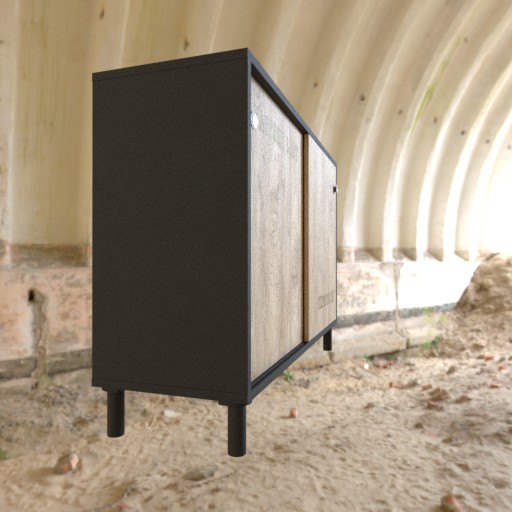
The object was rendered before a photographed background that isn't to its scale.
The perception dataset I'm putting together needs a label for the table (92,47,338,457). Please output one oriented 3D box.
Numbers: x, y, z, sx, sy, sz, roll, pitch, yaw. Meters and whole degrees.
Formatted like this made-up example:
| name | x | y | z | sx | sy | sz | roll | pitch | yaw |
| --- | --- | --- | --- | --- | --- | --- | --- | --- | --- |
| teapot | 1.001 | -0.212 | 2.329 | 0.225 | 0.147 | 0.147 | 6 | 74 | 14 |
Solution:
| name | x | y | z | sx | sy | sz | roll | pitch | yaw |
| --- | --- | --- | --- | --- | --- | --- | --- | --- | --- |
| table | 0.000 | 0.000 | 1.540 | 0.400 | 0.855 | 1.200 | 0 | 0 | 19 |
